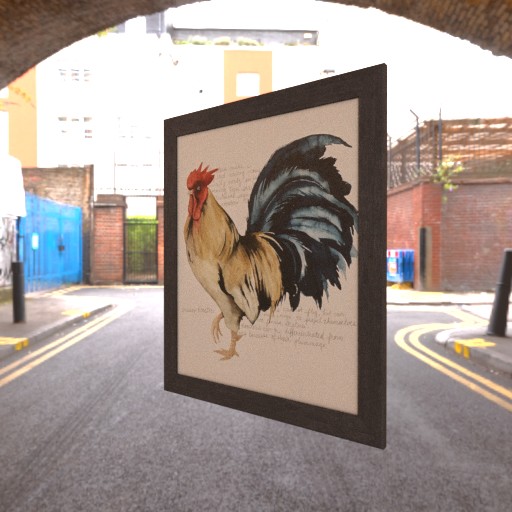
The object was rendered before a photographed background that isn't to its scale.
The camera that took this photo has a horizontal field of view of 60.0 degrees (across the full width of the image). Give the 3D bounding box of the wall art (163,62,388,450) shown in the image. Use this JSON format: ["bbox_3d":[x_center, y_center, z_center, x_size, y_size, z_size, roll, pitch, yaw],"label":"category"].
[{"bbox_3d":[0.000,0.000,0.797,0.476,0.570,0.013,0,1,36],"label":"wall art"}]
